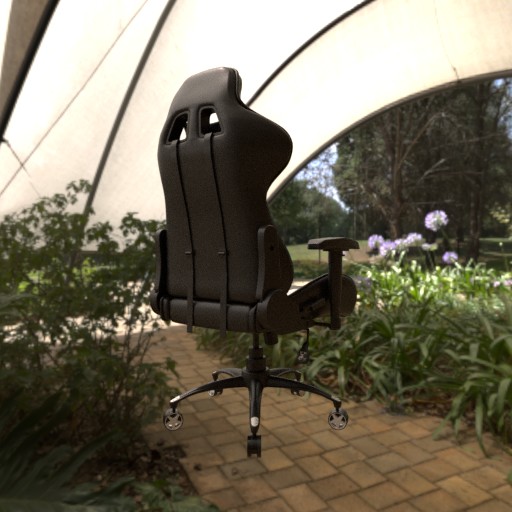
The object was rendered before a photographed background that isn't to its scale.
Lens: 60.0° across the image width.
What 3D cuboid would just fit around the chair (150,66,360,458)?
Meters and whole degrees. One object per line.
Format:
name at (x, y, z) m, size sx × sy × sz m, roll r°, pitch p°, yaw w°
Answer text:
chair at (0.000, 0.000, 1.749) m, size 0.730 × 1.285 × 0.695 m, roll 1°, pitch 1°, yaw 36°
